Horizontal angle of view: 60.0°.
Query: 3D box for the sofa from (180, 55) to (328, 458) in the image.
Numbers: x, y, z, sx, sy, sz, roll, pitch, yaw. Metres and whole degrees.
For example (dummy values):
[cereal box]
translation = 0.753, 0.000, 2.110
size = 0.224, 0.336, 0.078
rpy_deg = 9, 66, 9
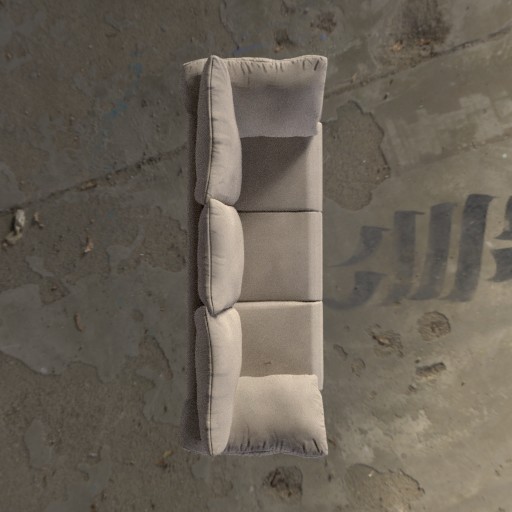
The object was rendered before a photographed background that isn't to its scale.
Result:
[sofa]
translation = 0.000, 0.000, 2.834
size = 0.878, 0.996, 2.334
rpy_deg = 0, 89, 0
